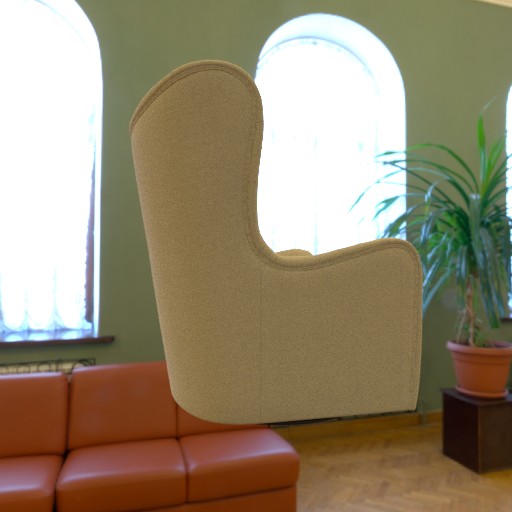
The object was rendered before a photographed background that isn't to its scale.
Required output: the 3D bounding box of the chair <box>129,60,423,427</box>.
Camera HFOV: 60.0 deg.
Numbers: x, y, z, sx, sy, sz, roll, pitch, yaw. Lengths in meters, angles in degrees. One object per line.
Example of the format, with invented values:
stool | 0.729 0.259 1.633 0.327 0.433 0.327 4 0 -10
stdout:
chair | 0.000 0.000 1.680 0.929 1.079 0.831 0 -2 -18
